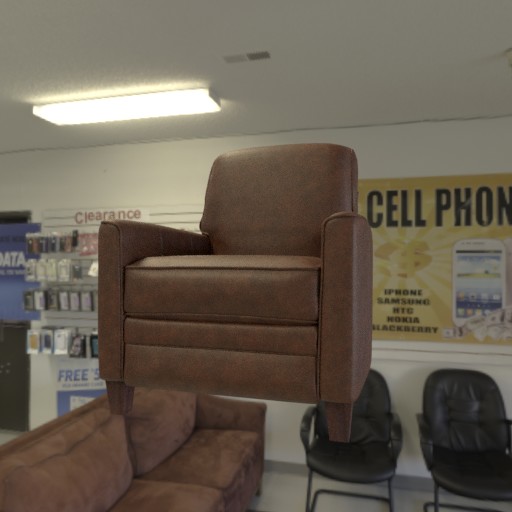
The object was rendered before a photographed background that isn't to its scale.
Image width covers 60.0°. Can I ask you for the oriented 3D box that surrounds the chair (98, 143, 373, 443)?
[{"bbox_3d":[0.000,0.000,1.647,0.839,1.010,0.850,0,0,17],"label":"chair"}]
